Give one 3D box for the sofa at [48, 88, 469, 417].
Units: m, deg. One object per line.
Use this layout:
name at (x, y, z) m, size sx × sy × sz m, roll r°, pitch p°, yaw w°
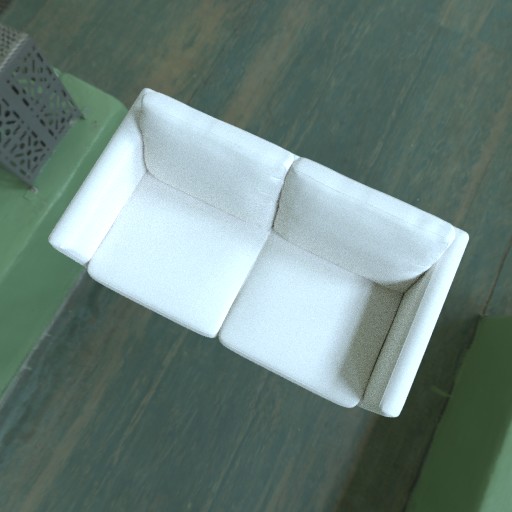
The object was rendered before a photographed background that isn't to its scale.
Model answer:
sofa at (0.000, 0.000, 2.230) m, size 1.713 × 0.893 × 0.940 m, roll 26°, pitch 77°, yaw 6°
